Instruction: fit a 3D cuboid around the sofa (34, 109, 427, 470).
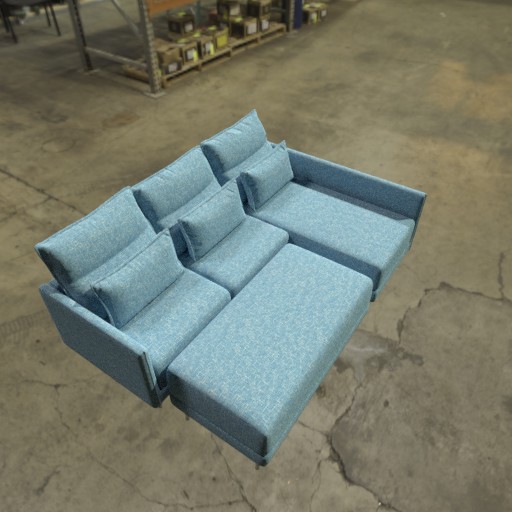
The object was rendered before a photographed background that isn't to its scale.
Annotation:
[{"bbox_3d":[0.000,0.000,2.774,1.420,0.899,2.034,25,48,25],"label":"sofa"}]
